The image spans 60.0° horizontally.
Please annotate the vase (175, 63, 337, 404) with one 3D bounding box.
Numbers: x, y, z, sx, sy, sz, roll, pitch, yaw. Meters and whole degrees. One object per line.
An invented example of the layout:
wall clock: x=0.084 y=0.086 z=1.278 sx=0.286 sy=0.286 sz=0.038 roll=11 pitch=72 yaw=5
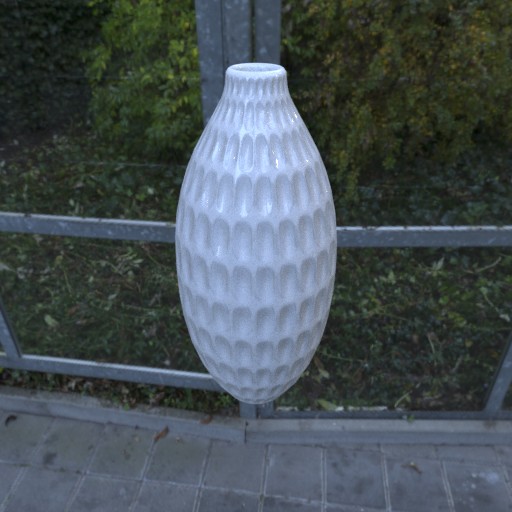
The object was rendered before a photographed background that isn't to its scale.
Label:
vase: x=0.000 y=0.000 z=0.355 sx=0.127 sy=0.282 sz=0.127 roll=0 pitch=32 yaw=0
